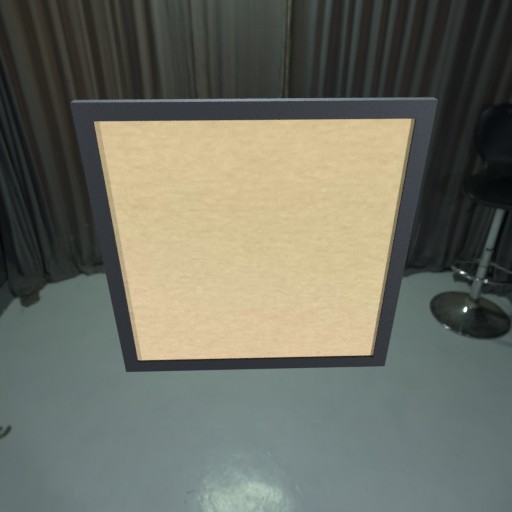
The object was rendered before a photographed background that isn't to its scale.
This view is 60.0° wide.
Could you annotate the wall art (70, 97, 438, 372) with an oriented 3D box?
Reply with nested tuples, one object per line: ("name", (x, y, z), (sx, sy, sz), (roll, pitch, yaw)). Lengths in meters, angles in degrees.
("wall art", (0.000, 0.000, 0.527), (0.358, 0.357, 0.012), (-1, 31, -1))
